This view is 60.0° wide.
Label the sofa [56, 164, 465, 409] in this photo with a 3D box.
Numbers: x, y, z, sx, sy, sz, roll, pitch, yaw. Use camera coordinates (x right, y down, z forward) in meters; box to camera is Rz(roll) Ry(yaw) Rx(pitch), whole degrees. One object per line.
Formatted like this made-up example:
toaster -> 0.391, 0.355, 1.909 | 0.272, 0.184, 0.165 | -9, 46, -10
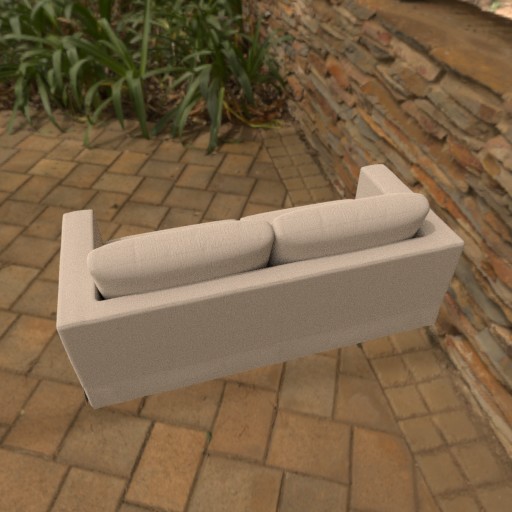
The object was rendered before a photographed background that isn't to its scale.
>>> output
sofa -> 0.000, 0.000, 2.673 | 2.163, 0.881, 0.954 | -11, 42, -12
